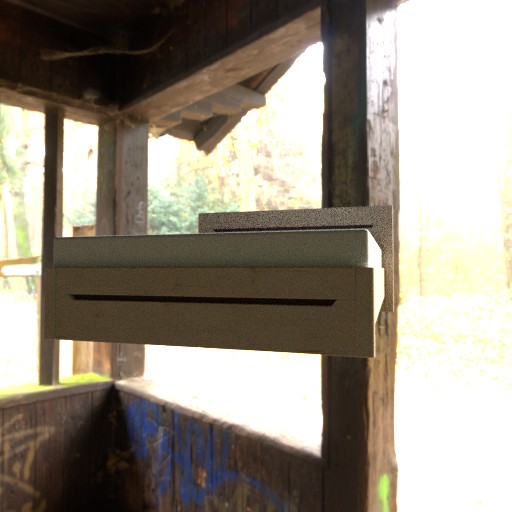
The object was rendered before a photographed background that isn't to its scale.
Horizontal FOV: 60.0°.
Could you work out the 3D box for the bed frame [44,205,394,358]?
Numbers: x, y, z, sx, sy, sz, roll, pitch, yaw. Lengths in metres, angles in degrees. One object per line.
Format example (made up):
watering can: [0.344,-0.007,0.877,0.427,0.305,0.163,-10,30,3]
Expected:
bed frame: [0.000,0.000,3.042,1.800,0.900,2.080,-1,-2,17]
